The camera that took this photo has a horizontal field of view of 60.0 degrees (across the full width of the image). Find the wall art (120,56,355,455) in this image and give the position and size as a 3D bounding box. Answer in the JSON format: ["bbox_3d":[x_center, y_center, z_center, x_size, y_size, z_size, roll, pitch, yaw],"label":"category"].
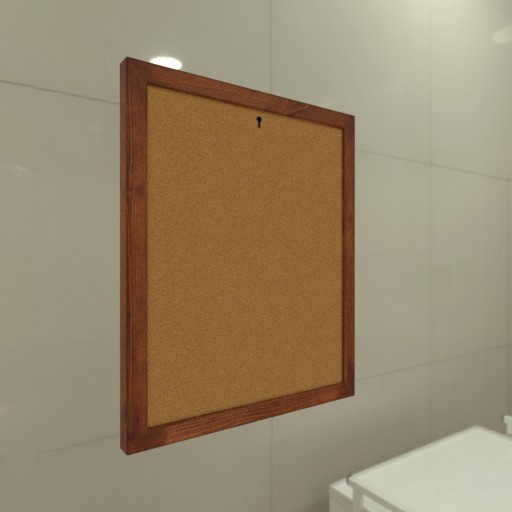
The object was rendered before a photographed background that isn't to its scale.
[{"bbox_3d":[0.000,0.000,0.763,0.462,0.558,0.030,0,0,-35],"label":"wall art"}]
